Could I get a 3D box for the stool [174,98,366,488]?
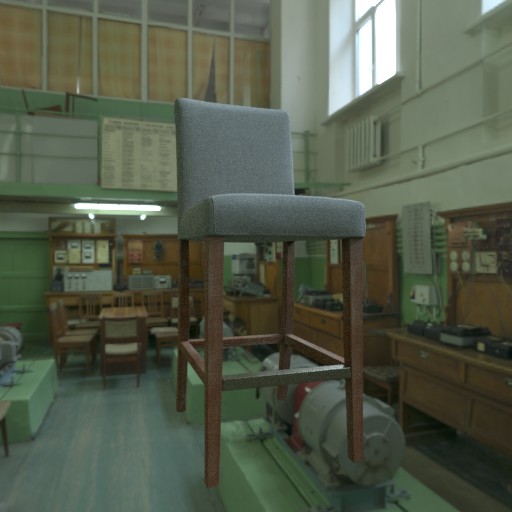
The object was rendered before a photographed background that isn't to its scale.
[{"bbox_3d":[0.000,0.000,1.366,0.439,1.088,0.570,0,0,-19],"label":"stool"}]
